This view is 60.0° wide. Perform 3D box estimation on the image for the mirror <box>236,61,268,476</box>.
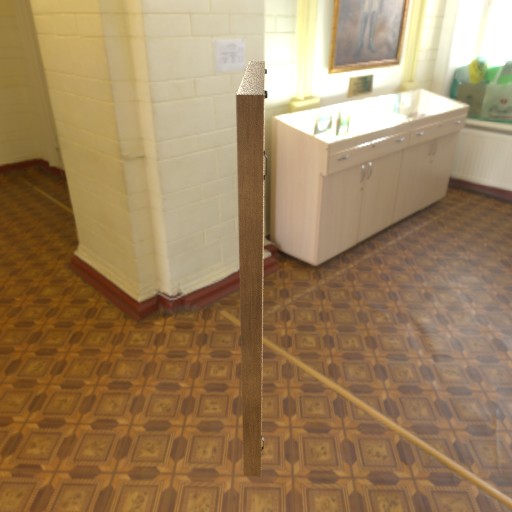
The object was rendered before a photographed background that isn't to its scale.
[{"bbox_3d":[0.000,0.000,0.927,0.039,0.711,0.508,1,28,1],"label":"mirror"}]
